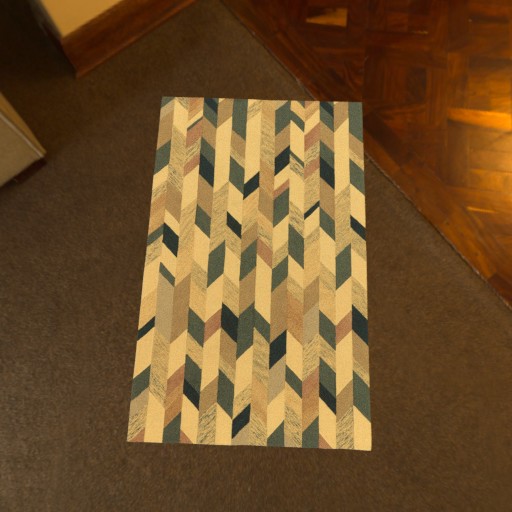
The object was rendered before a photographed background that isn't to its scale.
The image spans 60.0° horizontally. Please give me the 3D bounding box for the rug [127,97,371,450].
[{"bbox_3d":[0.000,0.000,3.031,1.513,0.008,2.423,2,76,0],"label":"rug"}]
